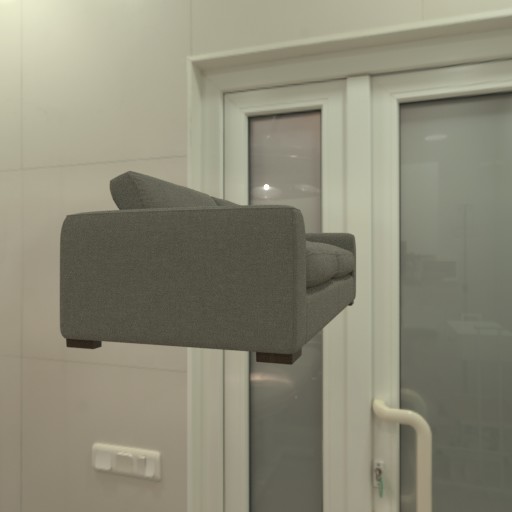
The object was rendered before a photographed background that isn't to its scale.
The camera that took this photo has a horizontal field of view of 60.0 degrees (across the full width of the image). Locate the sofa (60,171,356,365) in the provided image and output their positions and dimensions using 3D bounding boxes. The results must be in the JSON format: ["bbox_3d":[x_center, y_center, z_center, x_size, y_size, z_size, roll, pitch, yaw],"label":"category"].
[{"bbox_3d":[0.000,0.000,2.799,1.070,0.801,2.262,0,0,18],"label":"sofa"}]
